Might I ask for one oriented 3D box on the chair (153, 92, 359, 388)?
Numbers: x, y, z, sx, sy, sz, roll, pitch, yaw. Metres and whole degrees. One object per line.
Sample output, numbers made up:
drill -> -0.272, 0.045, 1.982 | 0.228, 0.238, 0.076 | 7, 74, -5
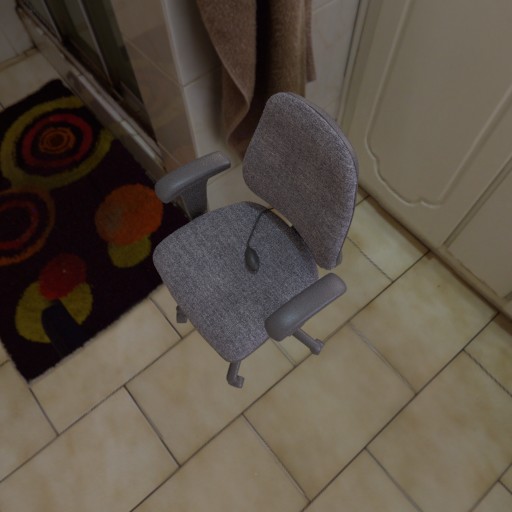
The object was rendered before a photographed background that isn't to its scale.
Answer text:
chair -> 0.000, 0.000, 1.255 | 0.530, 0.910, 0.550 | -35, 69, -16
